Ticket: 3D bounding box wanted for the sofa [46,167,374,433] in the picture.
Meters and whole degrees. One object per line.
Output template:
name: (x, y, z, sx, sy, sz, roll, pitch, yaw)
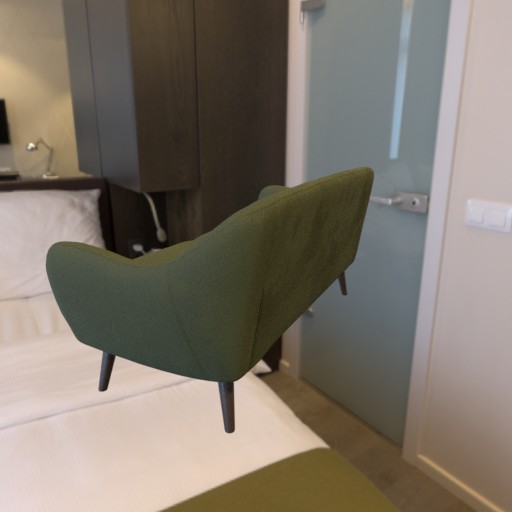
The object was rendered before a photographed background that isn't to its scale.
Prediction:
sofa: (0.000, 0.000, 2.219, 0.820, 0.836, 1.840, 8, 18, 25)
